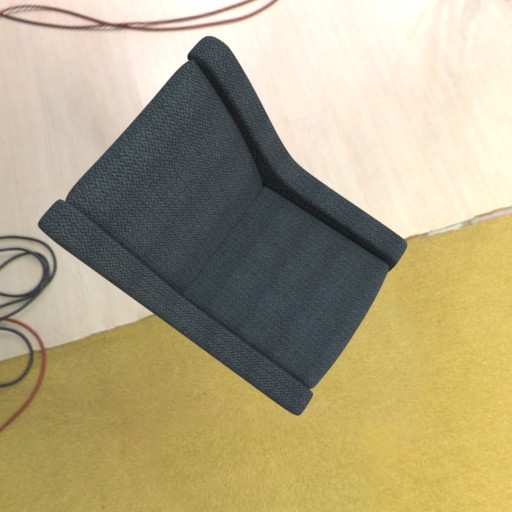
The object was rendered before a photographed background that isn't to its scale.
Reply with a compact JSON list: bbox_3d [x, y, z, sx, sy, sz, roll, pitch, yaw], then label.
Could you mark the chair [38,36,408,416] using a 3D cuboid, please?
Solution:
[{"bbox_3d":[0.000,0.000,1.690,0.944,1.012,0.793,34,77,9],"label":"chair"}]
